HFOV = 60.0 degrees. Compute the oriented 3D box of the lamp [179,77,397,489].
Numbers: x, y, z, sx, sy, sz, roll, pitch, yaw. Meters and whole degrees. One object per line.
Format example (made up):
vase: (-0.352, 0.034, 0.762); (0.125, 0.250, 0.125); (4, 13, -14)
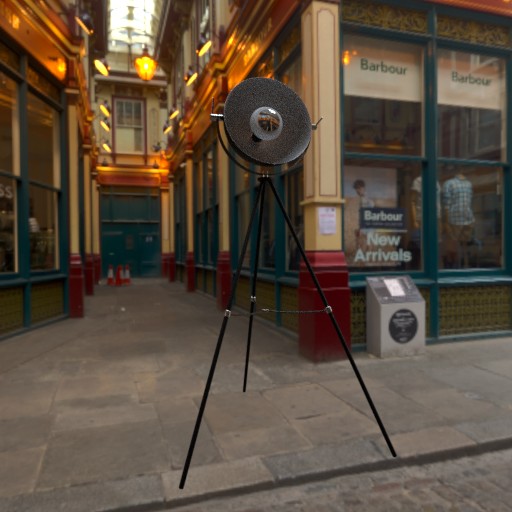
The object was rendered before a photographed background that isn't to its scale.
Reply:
lamp: (0.000, 0.000, 1.961); (0.817, 1.512, 0.920); (0, 1, -19)
